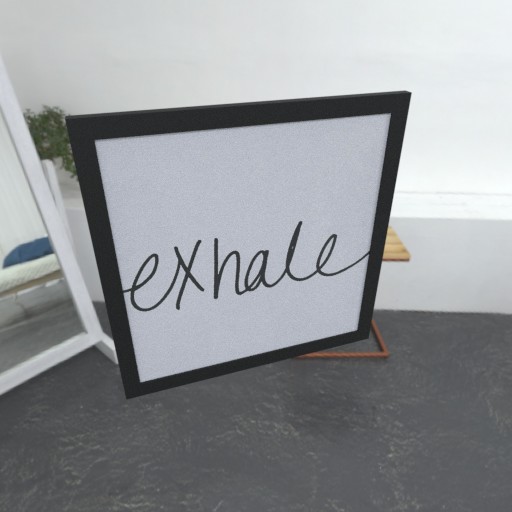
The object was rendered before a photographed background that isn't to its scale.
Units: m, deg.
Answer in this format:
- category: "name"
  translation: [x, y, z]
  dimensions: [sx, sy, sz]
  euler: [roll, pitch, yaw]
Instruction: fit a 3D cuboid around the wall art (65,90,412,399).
- category: "wall art"
  translation: [0.000, 0.000, 0.534]
  dimensions: [0.358, 0.357, 0.012]
  euler: [-10, 33, -16]
